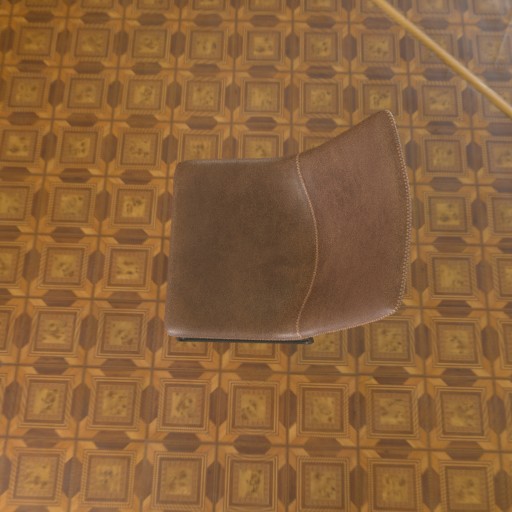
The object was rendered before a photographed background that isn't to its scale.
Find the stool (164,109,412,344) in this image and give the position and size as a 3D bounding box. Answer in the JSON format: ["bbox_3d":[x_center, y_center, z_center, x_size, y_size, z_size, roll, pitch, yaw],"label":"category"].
[{"bbox_3d":[0.000,0.000,1.208,0.550,0.890,0.460,1,77,0],"label":"stool"}]
